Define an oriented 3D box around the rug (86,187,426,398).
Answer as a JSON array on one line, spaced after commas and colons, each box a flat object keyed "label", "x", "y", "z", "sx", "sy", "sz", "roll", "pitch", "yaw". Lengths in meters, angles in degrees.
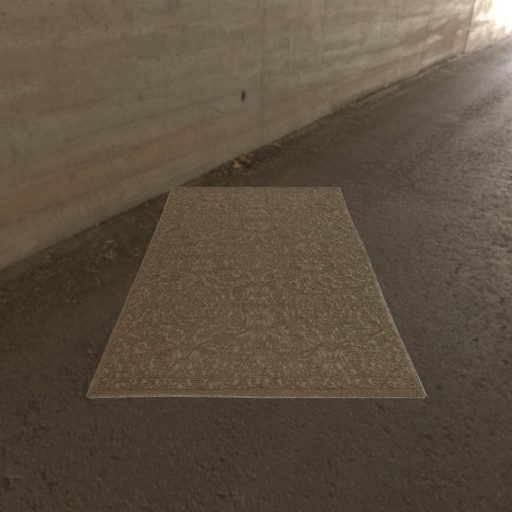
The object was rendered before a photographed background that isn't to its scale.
[{"label": "rug", "x": 0.000, "y": 0.000, "z": 3.018, "sx": 1.529, "sy": 0.012, "sz": 2.435, "roll": 0, "pitch": 31, "yaw": 0}]
